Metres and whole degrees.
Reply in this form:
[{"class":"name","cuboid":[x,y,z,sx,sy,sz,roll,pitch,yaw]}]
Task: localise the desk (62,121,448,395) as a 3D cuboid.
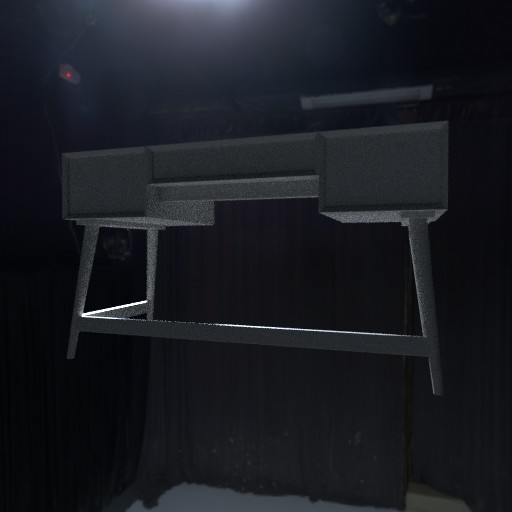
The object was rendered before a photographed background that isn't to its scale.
[{"class":"desk","cuboid":[0.000,0.000,1.713,1.313,0.762,0.589,0,1,19]}]
